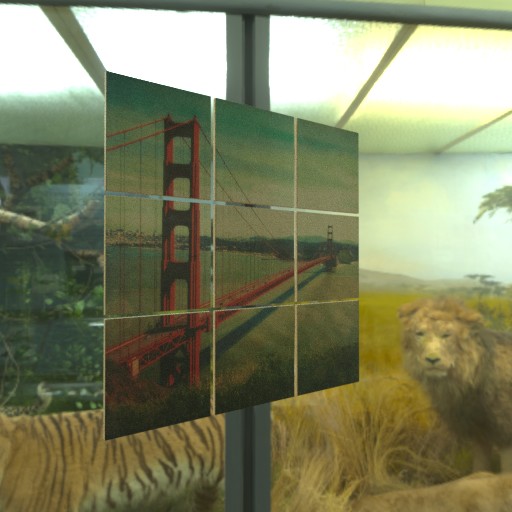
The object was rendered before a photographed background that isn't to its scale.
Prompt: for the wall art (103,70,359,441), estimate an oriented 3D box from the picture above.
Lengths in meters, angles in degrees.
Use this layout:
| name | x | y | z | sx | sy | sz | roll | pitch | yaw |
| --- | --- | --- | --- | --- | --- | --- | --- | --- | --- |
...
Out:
| name | x | y | z | sx | sy | sz | roll | pitch | yaw |
| --- | --- | --- | --- | --- | --- | --- | --- | --- | --- |
| wall art | 0.000 | 0.000 | 1.804 | 1.217 | 1.207 | 0.016 | 0 | -1 | -36 |
